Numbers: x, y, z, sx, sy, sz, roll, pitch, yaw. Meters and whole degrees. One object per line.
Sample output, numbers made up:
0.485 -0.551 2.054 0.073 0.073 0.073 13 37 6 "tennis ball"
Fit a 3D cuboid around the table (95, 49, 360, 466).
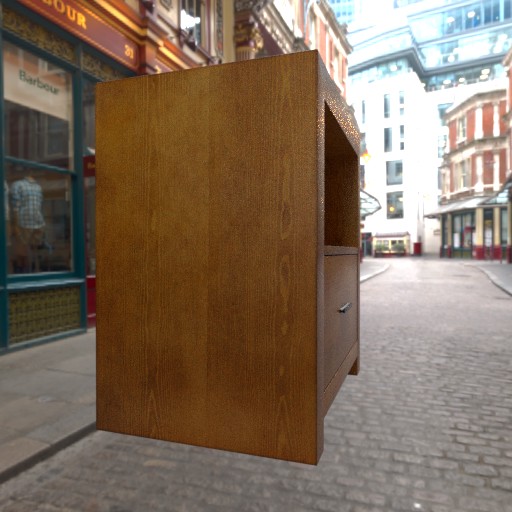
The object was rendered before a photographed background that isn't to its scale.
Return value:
0.000 0.000 0.966 0.400 0.605 0.550 0 1 20 "table"
